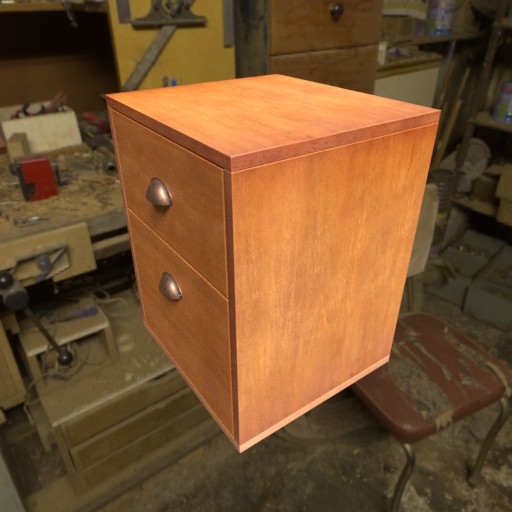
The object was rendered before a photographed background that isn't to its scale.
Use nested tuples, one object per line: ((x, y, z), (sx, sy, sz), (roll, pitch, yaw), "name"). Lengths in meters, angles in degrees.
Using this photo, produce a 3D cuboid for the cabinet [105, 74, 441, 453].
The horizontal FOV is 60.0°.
((0.000, 0.000, 0.867), (0.401, 0.579, 0.409), (-20, 36, -30), "cabinet")
